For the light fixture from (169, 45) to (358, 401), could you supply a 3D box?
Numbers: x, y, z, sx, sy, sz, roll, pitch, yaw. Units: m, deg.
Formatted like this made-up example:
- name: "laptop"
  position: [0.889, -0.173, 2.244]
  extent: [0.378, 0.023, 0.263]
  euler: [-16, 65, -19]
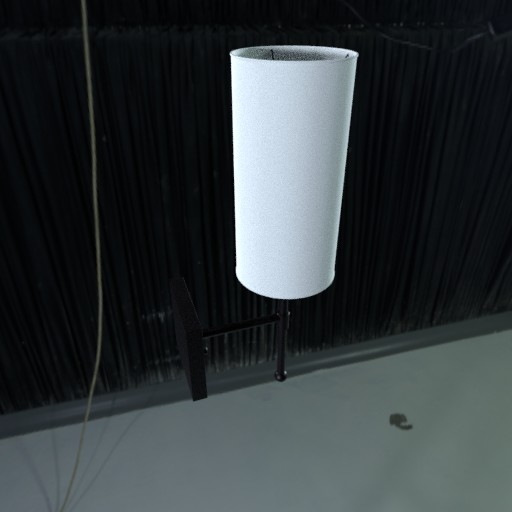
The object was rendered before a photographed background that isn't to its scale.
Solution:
- name: "light fixture"
  position: [0.000, 0.000, 0.553]
  extent: [0.208, 0.462, 0.128]
  euler: [-10, 32, -16]
